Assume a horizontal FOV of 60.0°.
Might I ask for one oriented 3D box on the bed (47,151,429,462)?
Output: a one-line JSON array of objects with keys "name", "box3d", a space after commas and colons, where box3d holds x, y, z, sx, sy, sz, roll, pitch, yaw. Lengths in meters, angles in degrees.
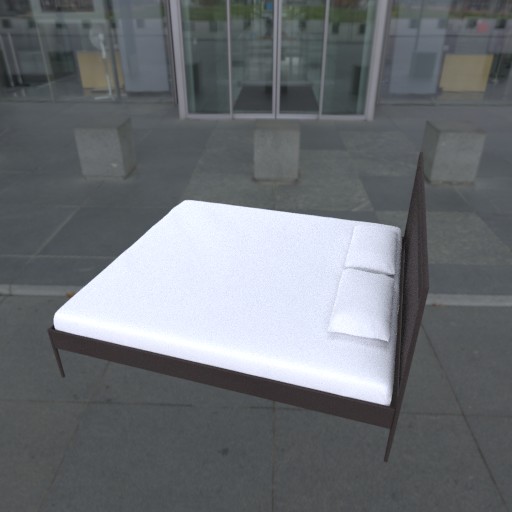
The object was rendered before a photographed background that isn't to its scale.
[{"name": "bed", "box3d": [0.000, 0.000, 3.254, 2.151, 1.173, 1.993, 9, 31, 15]}]
